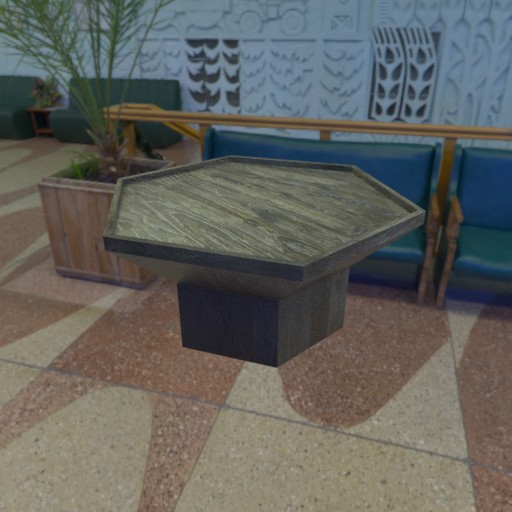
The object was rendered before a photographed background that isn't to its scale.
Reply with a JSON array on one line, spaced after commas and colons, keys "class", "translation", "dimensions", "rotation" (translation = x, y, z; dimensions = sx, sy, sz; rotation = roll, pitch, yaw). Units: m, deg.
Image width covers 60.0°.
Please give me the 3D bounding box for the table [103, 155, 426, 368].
[{"class": "table", "translation": [0.000, 0.000, 1.645], "dimensions": [1.115, 0.488, 0.966], "rotation": [8, 28, 16]}]
